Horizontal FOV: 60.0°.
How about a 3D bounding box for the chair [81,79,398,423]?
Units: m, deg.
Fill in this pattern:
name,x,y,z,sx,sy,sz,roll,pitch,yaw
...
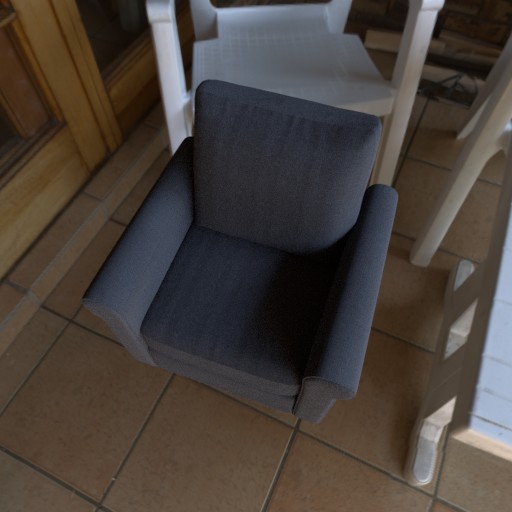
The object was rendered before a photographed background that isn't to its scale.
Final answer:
name,x,y,z,sx,sy,sz,roll,pitch,yaw
chair,0.000,0.000,1.596,0.867,0.942,0.828,17,60,10
